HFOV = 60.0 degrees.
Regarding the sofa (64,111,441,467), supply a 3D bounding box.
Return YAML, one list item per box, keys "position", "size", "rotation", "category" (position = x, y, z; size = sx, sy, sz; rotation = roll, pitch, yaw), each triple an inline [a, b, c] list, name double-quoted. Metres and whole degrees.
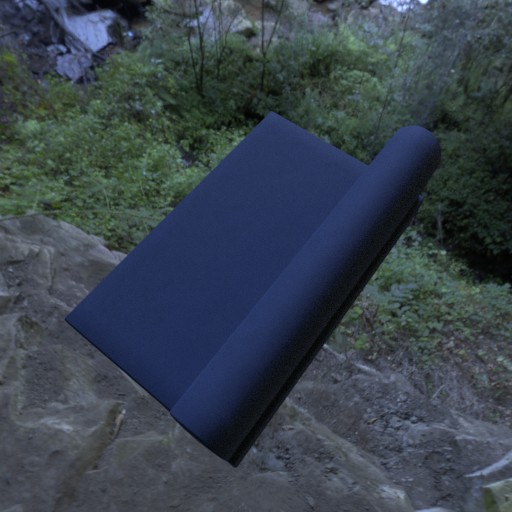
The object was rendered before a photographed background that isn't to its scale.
- position: [0.000, 0.000, 1.648]
  size: [0.762, 0.660, 1.219]
  rotation: [34, 69, 16]
  category: "sofa"
